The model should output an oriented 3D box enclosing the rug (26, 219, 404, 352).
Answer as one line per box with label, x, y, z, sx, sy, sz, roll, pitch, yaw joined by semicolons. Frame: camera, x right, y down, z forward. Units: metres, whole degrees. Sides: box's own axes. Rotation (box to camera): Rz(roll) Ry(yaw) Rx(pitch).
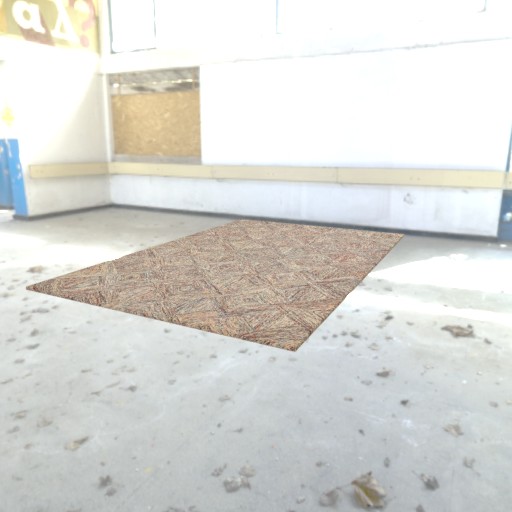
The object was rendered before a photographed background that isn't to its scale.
rug;0.000;0.000;2.951;1.523;0.019;2.285;8;17;27
